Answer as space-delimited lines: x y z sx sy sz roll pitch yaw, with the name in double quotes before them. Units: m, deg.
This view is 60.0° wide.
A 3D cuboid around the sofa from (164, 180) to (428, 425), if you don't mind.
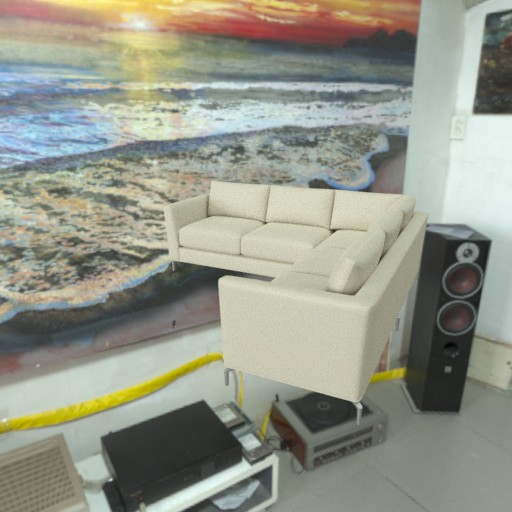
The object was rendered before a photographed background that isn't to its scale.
"sofa" 0.000 0.000 3.708 2.430 0.867 2.448 8 19 25
